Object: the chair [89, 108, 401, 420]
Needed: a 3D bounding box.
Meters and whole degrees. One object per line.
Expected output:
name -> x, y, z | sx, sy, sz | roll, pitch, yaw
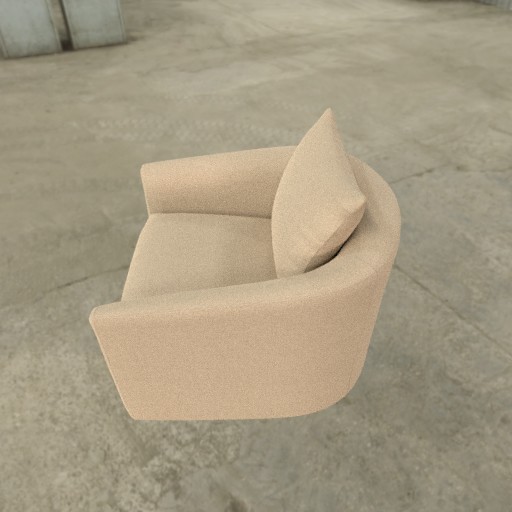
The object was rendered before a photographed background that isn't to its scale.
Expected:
chair -> 0.000, 0.000, 1.579 | 0.910, 0.848, 0.845 | -1, 41, -1
